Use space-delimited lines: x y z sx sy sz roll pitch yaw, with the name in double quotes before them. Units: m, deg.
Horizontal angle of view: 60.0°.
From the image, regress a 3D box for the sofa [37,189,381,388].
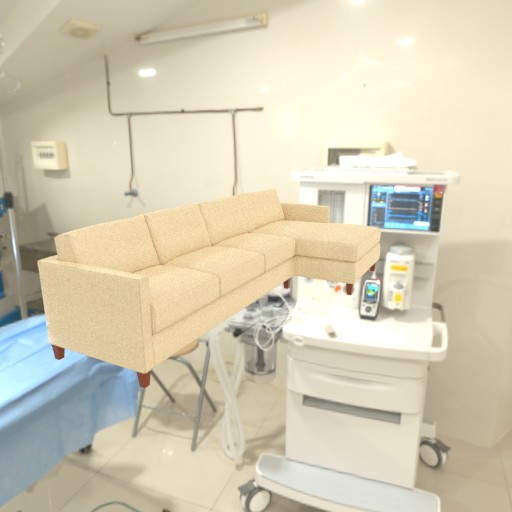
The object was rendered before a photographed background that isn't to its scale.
"sofa" 0.000 0.000 4.197 1.603 0.954 3.471 8 16 27
